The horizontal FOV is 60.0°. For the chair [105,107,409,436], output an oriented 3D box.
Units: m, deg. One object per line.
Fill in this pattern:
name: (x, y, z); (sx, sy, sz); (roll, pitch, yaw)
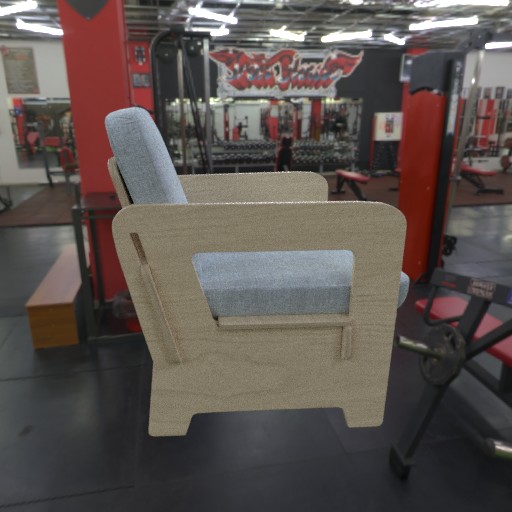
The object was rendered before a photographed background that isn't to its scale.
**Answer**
chair: (0.000, 0.000, 1.262); (0.710, 0.800, 0.590); (-3, 18, -9)
